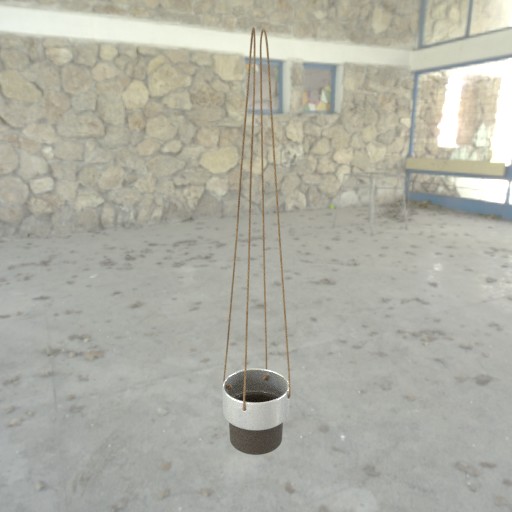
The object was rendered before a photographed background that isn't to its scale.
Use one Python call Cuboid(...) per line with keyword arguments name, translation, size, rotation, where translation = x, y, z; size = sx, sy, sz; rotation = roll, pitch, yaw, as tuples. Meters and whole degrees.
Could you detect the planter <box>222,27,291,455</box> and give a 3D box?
Cuboid(name="planter", translation=(0.000, 0.000, 1.141), size=(0.187, 1.073, 0.187), rotation=(-7, 16, -25))
